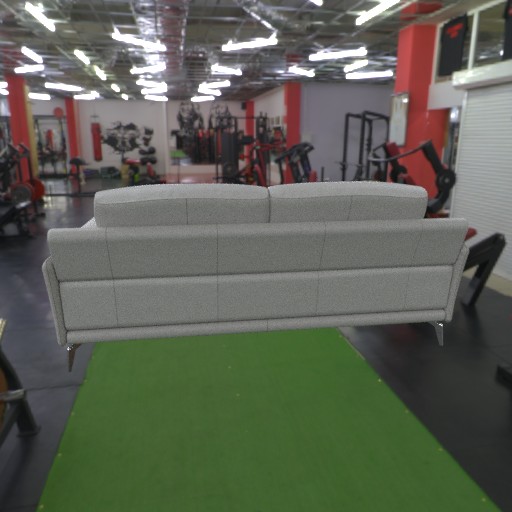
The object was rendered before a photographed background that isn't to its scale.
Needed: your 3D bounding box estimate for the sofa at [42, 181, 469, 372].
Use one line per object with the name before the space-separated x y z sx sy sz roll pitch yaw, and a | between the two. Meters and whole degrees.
sofa | 0.000 0.000 2.629 2.101 0.930 1.049 -2 15 -8
